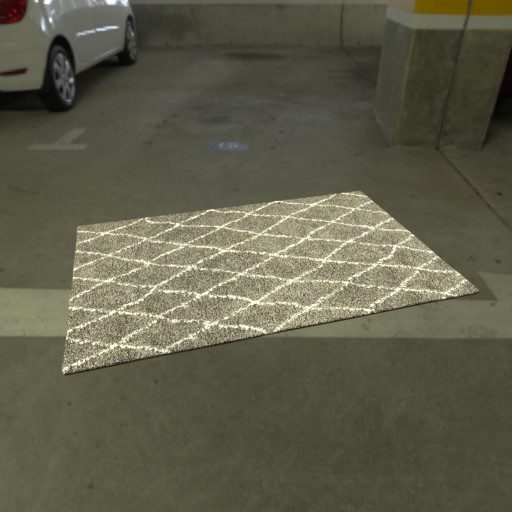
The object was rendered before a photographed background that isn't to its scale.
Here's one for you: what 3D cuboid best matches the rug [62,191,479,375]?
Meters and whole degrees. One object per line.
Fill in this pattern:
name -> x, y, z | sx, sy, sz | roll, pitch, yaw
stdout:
rug -> 0.000, 0.000, 3.487 | 2.743, 0.030, 1.778 | -9, 33, -14
